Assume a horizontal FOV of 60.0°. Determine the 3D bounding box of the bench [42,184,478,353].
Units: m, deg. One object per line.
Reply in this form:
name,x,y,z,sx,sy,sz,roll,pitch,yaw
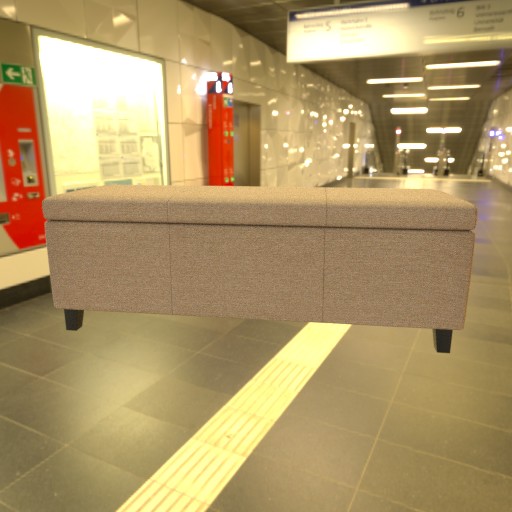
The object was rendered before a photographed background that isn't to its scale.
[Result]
bench,0.000,0.000,1.501,1.269,0.438,0.446,2,14,8
